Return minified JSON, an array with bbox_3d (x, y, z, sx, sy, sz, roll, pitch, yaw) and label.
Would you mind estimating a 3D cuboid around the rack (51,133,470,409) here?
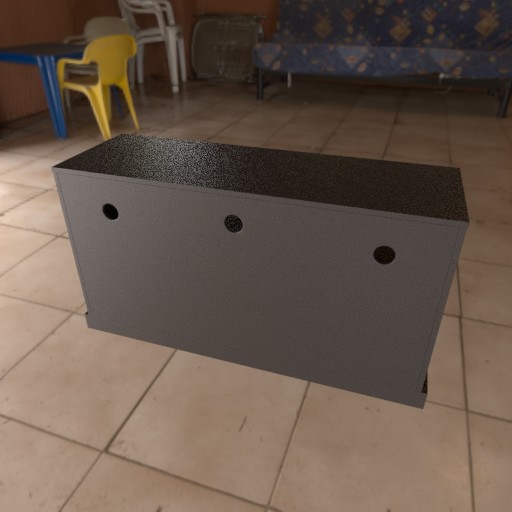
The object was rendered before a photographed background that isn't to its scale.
[{"bbox_3d":[0.000,0.000,1.511,1.206,0.635,0.399,10,33,16],"label":"rack"}]
